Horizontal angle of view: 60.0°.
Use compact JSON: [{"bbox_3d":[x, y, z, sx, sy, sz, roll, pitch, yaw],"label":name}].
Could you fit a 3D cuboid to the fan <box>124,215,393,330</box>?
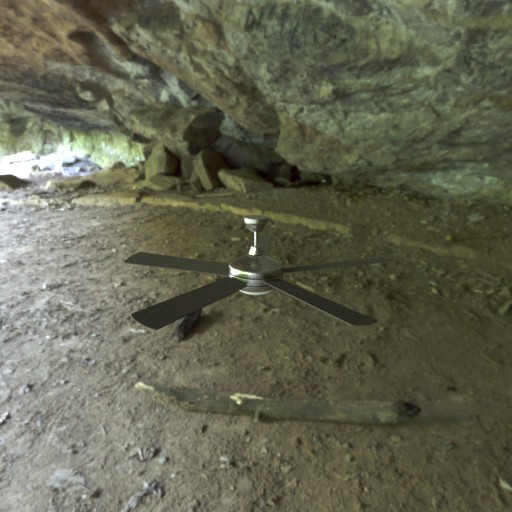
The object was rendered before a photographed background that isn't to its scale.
[{"bbox_3d":[0.000,0.000,2.003,1.321,0.356,1.321,-15,22,-42],"label":"fan"}]
